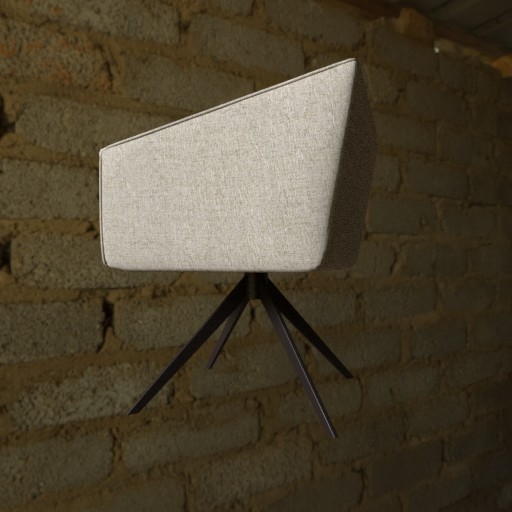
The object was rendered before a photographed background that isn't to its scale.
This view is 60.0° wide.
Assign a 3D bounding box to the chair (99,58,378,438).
[{"bbox_3d":[0.000,0.000,1.230,0.623,0.760,0.628,0,-1,19],"label":"chair"}]
